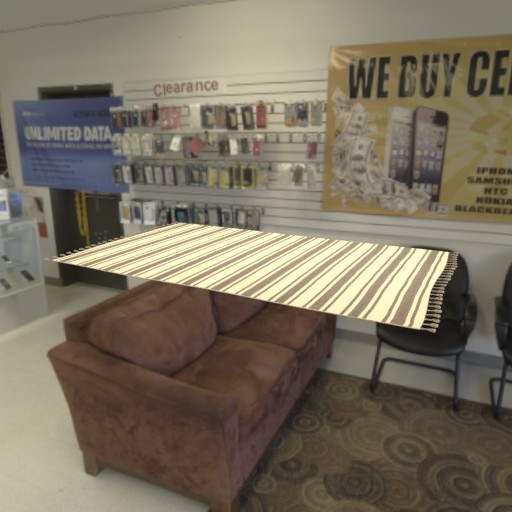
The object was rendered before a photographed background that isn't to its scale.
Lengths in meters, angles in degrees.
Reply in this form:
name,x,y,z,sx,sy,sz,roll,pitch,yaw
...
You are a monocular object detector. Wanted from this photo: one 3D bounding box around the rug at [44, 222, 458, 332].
name,x,y,z,sx,sy,sz,roll,pitch,yaw
rug,0.000,0.000,2.564,2.096,0.011,1.229,8,17,26
